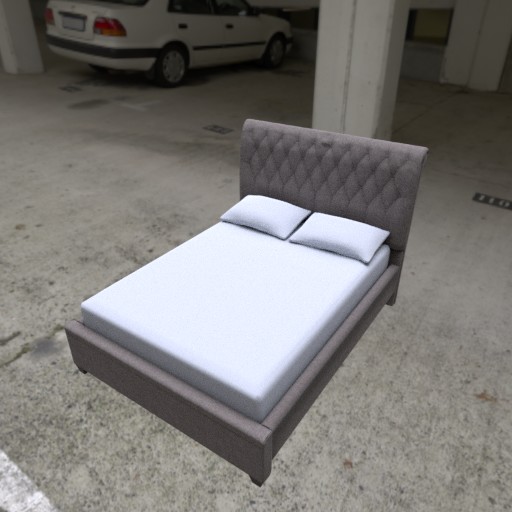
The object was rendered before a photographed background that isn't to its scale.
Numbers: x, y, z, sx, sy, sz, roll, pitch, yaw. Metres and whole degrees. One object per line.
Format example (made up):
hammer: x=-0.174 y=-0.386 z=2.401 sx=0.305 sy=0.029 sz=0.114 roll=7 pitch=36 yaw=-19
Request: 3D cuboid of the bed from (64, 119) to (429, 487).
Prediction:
bed: x=0.000 y=0.000 z=3.268 sx=1.645 sy=1.371 sz=2.252 roll=19 pitch=35 yaw=29
